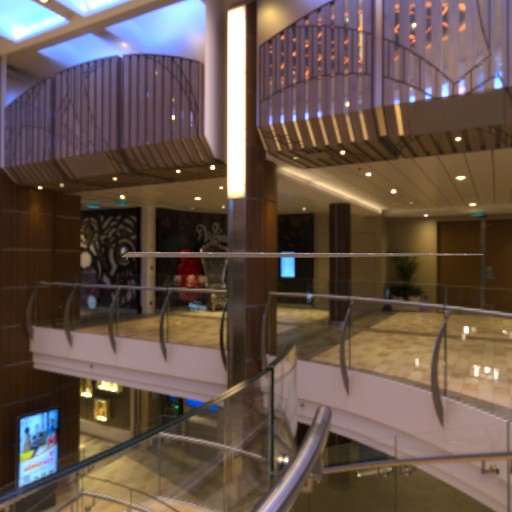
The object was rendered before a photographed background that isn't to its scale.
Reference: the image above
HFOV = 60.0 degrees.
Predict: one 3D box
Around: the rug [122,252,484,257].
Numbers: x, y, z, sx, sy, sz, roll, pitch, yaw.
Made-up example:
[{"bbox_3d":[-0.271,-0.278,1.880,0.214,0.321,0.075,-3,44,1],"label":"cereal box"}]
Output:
[{"bbox_3d":[0.000,0.000,4.002,2.283,0.006,2.892,0,-1,-18],"label":"rug"}]
